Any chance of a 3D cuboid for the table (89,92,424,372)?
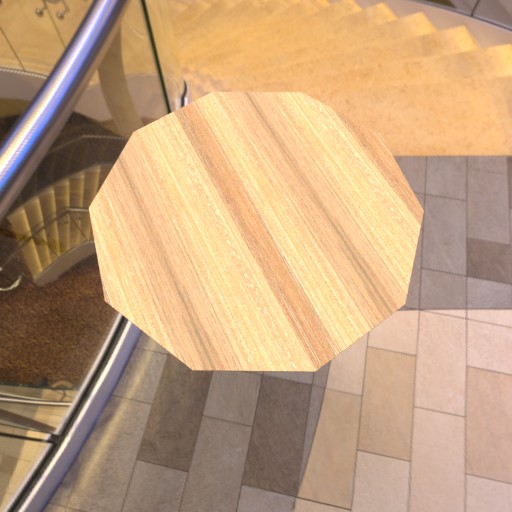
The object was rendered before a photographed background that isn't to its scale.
[{"bbox_3d":[0.000,0.000,1.908,1.186,0.752,1.186,0,64,0],"label":"table"}]
